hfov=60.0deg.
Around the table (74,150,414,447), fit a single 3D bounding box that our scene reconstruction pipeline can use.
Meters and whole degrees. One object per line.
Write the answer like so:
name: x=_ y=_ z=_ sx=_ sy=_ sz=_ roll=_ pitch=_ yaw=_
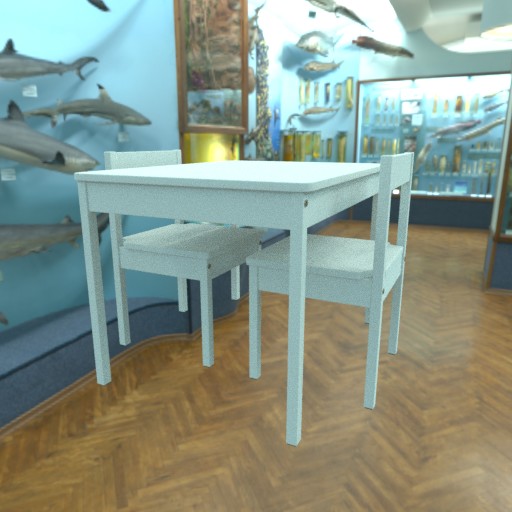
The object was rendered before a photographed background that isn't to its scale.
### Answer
table: x=0.000 y=0.000 z=1.100 sx=0.672 sy=0.503 sz=0.650 roll=7 pitch=16 yaw=25
